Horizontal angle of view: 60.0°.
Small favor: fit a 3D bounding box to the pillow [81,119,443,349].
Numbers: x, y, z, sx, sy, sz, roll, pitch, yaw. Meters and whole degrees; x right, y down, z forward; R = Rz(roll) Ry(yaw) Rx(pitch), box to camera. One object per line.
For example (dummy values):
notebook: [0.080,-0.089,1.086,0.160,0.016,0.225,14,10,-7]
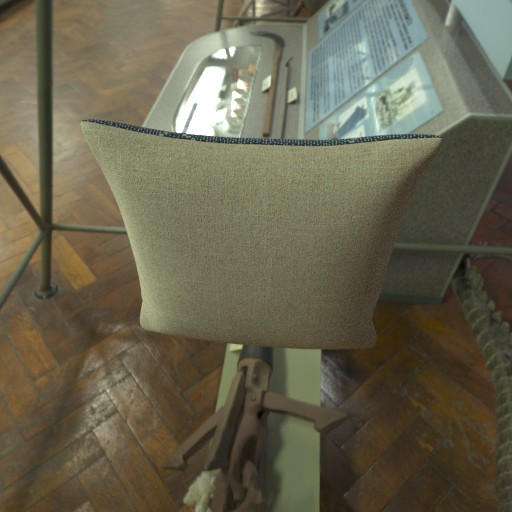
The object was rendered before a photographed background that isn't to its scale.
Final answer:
pillow: [0.000,0.000,0.672,0.435,0.428,0.148,4,45,4]
